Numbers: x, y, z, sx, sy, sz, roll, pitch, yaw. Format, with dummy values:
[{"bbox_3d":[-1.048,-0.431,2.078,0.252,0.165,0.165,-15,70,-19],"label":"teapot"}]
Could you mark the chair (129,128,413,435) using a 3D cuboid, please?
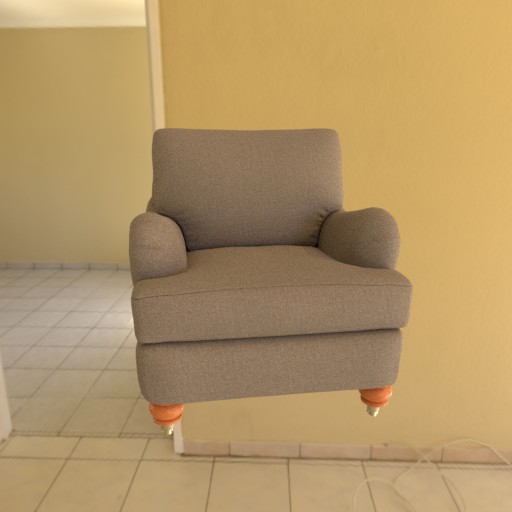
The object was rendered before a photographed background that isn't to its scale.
[{"bbox_3d":[0.000,0.000,1.862,0.955,1.038,1.070,-2,15,-8],"label":"chair"}]
